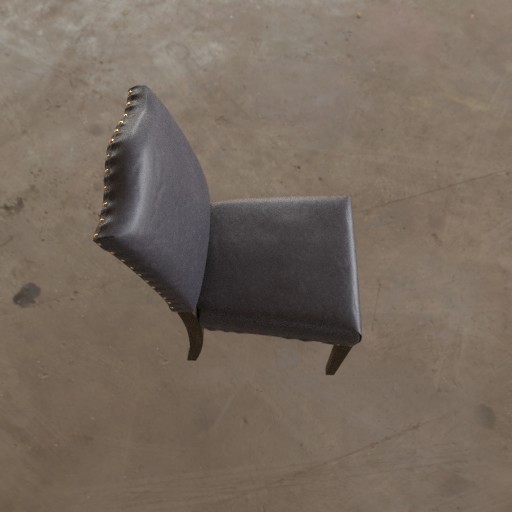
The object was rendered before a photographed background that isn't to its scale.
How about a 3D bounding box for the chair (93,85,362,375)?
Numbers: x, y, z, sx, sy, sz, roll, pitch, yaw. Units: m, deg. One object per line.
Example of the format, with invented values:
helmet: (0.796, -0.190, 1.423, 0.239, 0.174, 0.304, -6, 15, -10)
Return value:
chair: (0.000, 0.000, 1.363, 0.633, 0.991, 0.500, 2, 62, 1)
